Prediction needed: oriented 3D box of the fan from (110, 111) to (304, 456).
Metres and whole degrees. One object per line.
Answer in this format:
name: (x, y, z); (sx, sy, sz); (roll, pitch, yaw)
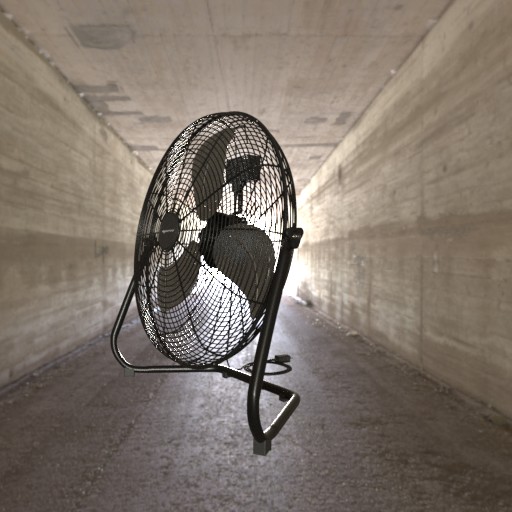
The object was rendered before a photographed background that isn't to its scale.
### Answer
fan: (0.000, 0.000, 1.016); (0.470, 0.605, 0.595); (0, 1, -38)
